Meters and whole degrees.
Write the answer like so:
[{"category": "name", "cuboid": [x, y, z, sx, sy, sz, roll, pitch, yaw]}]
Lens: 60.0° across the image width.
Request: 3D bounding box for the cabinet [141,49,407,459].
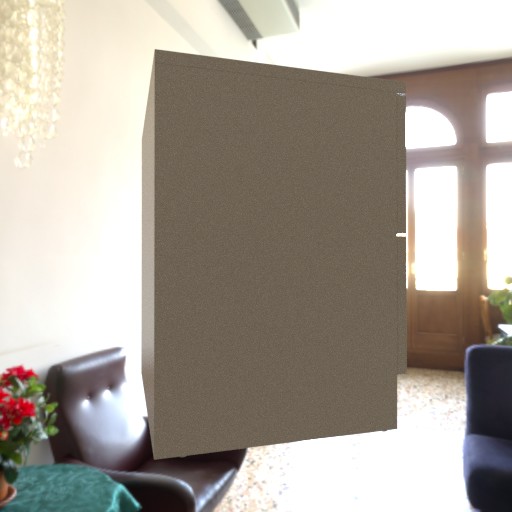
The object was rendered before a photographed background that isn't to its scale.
[{"category": "cabinet", "cuboid": [0.000, 0.000, 0.748, 0.360, 0.470, 0.400, 0, 0, -17]}]
